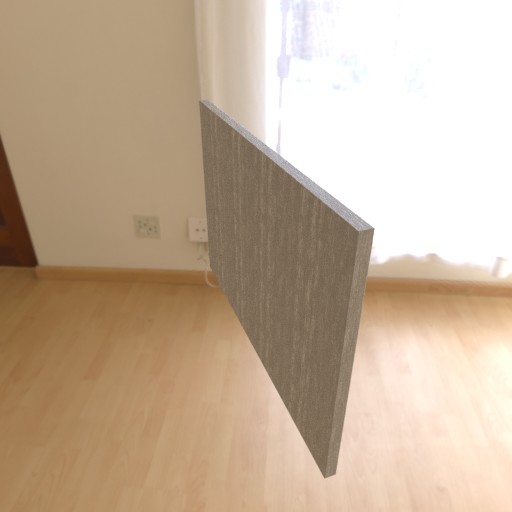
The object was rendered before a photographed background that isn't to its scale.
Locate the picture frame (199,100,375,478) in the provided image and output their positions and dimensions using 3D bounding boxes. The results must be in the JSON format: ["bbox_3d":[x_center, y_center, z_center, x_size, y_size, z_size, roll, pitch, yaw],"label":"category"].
[{"bbox_3d":[0.000,0.000,1.226,0.029,0.640,0.950,-11,33,-18],"label":"picture frame"}]
